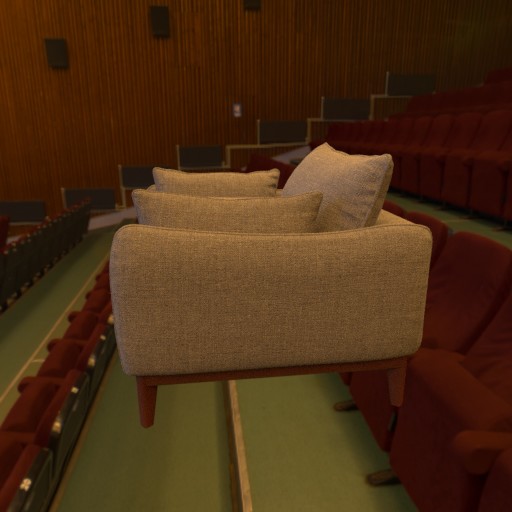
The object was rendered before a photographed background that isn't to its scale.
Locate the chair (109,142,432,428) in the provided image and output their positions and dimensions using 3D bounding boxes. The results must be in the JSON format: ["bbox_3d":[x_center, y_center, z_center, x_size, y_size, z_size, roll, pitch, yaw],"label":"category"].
[{"bbox_3d":[0.000,0.000,1.750,0.976,0.839,0.993,-2,17,-7],"label":"chair"}]
